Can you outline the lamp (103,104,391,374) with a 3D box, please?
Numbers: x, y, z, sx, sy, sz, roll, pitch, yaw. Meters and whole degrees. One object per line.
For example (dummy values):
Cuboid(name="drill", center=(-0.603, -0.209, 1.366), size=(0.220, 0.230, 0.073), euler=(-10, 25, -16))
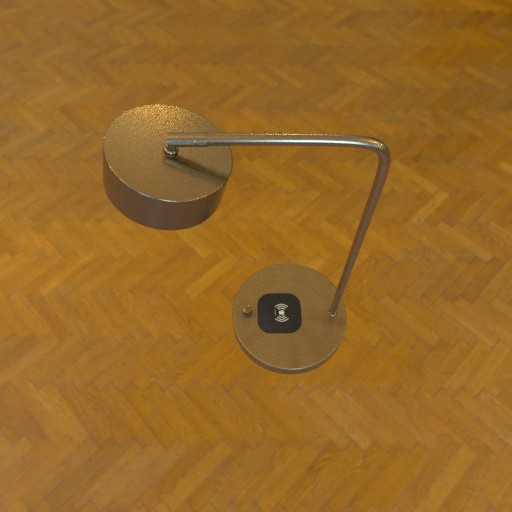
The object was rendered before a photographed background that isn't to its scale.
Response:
Cuboid(name="lamp", center=(0.000, 0.000, 0.520), size=(0.270, 0.380, 0.171), euler=(0, 59, 0))
